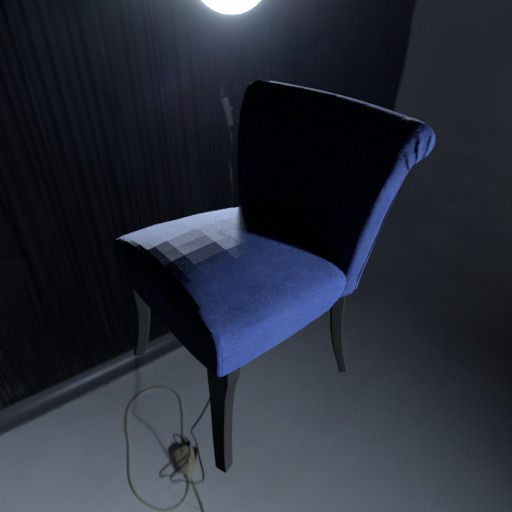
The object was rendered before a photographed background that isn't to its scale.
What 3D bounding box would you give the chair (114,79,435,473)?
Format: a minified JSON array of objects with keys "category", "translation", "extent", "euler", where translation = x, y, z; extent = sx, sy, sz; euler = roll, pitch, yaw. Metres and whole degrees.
[{"category":"chair","translation":[0.000,0.000,1.177],"extent":[0.606,0.753,0.585],"euler":[-22,39,-31]}]
